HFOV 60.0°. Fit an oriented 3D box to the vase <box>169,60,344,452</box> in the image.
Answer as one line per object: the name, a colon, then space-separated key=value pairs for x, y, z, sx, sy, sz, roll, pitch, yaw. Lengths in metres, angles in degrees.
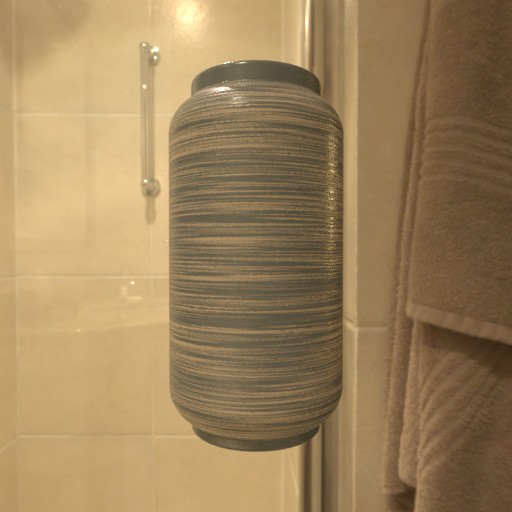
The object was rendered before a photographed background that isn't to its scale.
vase: x=0.000 y=0.000 z=0.301 sx=0.116 sy=0.230 sz=0.116 roll=0 pitch=1 yaw=0
